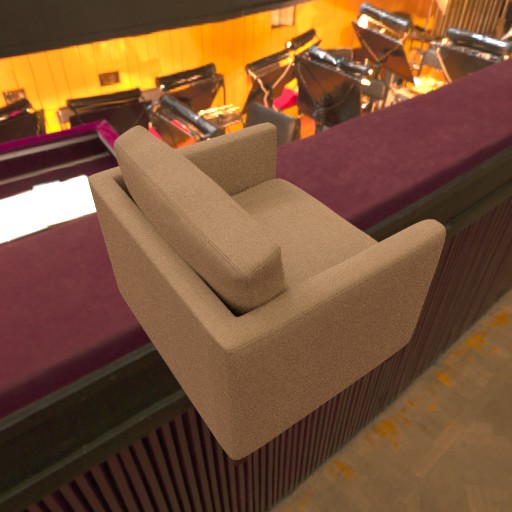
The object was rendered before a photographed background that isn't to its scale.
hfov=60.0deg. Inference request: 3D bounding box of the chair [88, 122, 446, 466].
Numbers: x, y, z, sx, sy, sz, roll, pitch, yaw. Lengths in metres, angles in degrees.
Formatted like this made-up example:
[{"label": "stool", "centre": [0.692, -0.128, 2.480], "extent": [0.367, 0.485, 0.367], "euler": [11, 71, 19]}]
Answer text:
[{"label": "chair", "centre": [0.000, 0.000, 1.845], "extent": [0.959, 0.961, 1.107], "euler": [-25, 47, -26]}]
